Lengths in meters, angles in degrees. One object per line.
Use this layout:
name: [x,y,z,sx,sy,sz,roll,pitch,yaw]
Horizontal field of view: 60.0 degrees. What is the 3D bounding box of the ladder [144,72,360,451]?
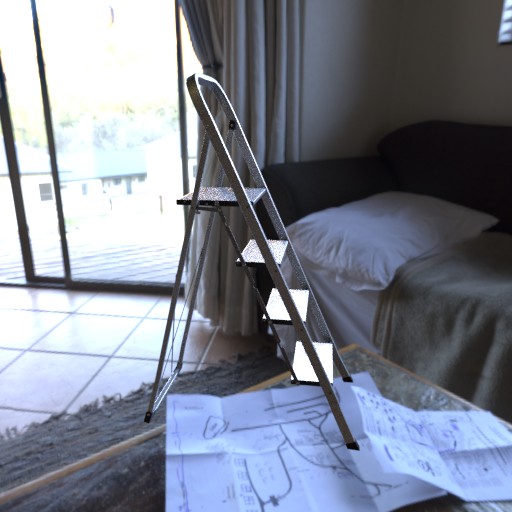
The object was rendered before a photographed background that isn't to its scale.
ladder: [0.000,0.000,1.690,0.830,1.290,0.465,3,17,9]
